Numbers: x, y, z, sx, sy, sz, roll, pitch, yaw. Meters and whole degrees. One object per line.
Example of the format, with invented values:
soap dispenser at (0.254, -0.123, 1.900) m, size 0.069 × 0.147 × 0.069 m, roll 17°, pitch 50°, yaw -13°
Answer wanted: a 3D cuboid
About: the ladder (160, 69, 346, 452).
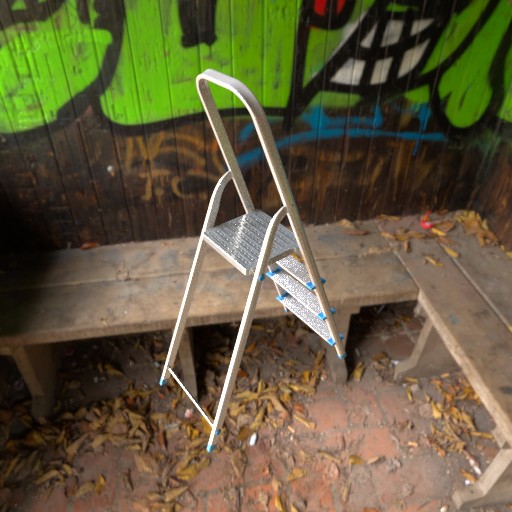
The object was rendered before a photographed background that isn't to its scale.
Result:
ladder at (0.000, 0.000, 1.767) m, size 0.842 × 1.434 × 0.445 m, roll -26°, pitch 45°, yaw -29°
